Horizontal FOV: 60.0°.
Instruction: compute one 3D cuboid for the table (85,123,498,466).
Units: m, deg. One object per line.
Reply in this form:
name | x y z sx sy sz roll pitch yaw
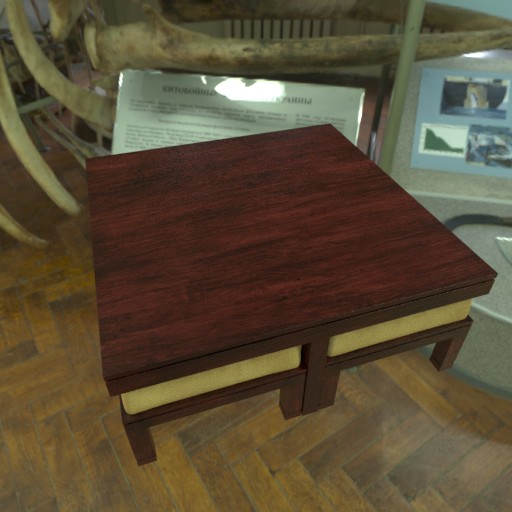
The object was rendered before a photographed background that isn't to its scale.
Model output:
table | 0.000 0.000 1.324 0.865 0.356 0.865 -12 41 -14
